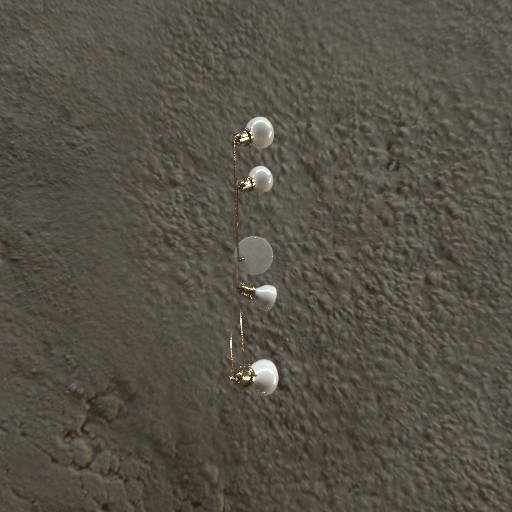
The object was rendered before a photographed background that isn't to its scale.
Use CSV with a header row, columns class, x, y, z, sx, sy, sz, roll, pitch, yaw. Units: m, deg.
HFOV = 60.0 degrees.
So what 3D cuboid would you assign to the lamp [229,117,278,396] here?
class,x,y,z,sx,sy,sz,roll,pitch,yaw
lamp,0.000,0.000,2.998,0.361,2.423,1.405,0,92,-1
